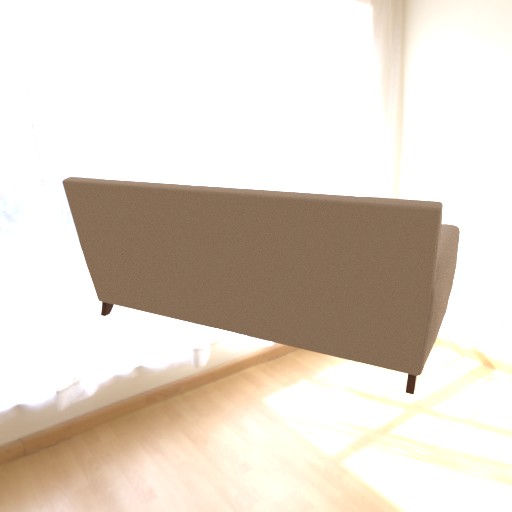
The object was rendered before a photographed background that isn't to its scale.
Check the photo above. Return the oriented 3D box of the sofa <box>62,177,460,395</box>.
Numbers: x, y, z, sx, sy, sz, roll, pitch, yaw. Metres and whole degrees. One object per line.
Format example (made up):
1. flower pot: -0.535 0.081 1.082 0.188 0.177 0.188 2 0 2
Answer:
1. sofa: 0.000 0.000 2.443 2.000 0.846 0.875 8 18 26
